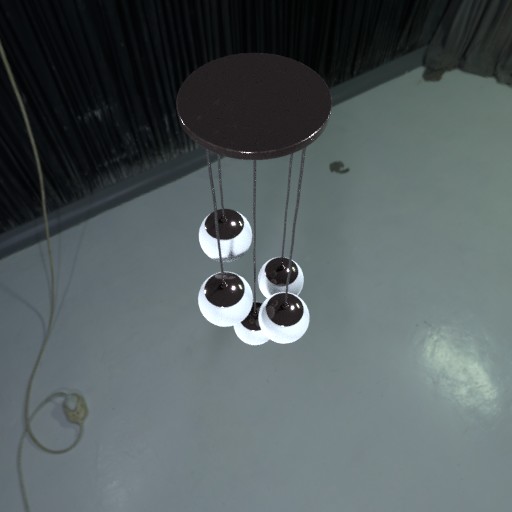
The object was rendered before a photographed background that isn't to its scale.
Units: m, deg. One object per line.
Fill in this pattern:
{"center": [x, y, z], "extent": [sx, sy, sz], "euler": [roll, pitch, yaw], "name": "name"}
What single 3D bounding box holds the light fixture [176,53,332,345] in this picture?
{"center": [0.000, 0.000, 1.514], "extent": [0.484, 1.271, 0.489], "euler": [-31, 62, -19], "name": "light fixture"}
